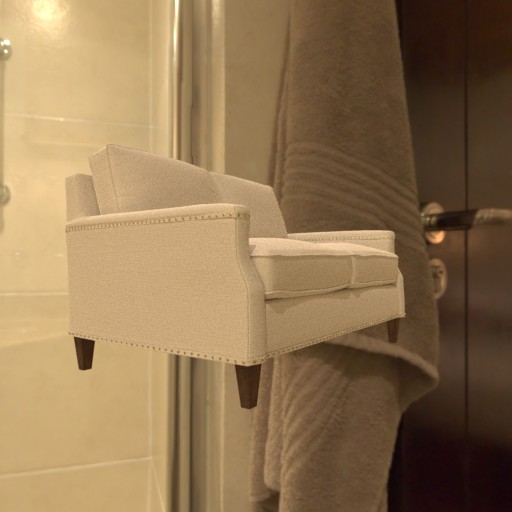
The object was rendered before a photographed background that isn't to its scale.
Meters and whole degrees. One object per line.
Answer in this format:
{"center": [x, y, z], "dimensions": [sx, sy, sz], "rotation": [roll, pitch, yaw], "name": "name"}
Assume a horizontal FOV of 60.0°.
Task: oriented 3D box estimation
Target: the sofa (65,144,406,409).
{"center": [0.000, 0.000, 2.296], "dimensions": [1.084, 1.003, 1.597], "rotation": [-1, -1, 35], "name": "sofa"}
